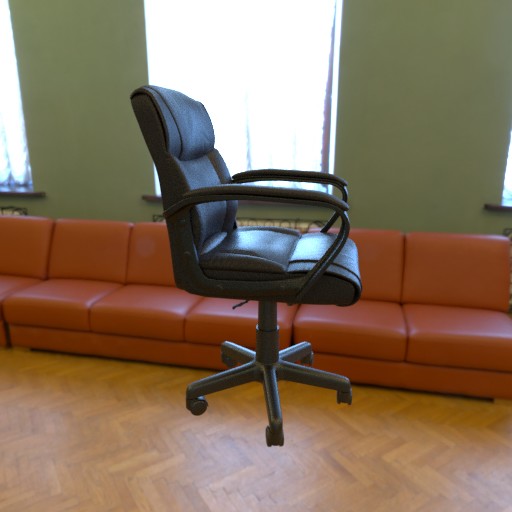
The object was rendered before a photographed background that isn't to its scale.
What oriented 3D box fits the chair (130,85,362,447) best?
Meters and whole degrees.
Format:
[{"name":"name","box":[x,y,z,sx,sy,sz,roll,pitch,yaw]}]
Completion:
[{"name":"chair","box":[0.000,0.000,1.383,0.641,0.998,0.576,3,16,10]}]
